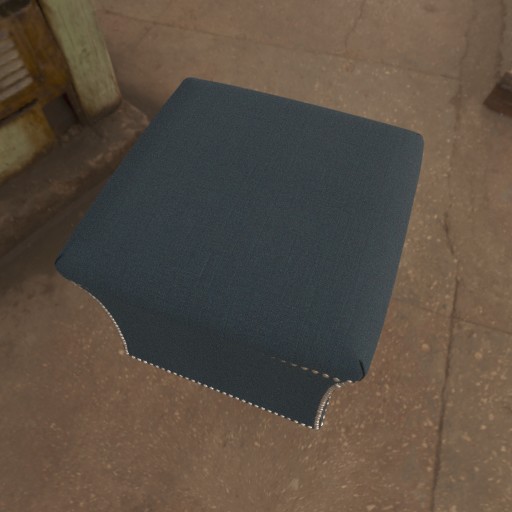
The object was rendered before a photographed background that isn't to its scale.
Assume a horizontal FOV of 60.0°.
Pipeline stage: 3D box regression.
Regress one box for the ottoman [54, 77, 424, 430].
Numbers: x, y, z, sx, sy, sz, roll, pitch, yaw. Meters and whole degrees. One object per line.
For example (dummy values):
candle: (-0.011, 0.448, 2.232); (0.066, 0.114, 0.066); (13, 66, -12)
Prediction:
ottoman: (0.000, 0.000, 0.910); (0.507, 0.475, 0.497); (18, 60, 11)
